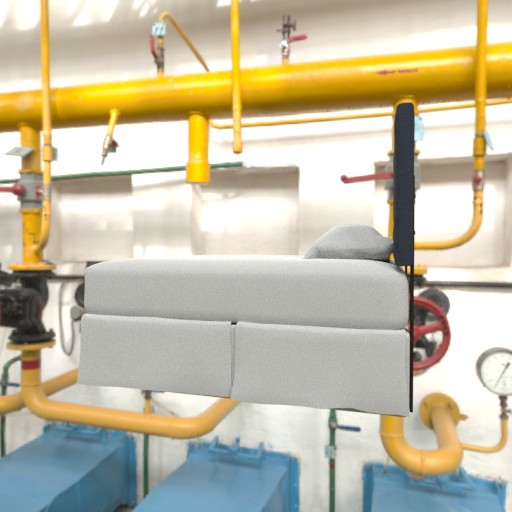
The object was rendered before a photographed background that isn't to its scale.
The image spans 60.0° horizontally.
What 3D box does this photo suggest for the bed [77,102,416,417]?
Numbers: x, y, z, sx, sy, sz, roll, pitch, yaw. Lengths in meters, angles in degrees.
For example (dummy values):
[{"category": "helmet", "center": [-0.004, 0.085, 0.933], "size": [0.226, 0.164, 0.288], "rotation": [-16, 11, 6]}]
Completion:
[{"category": "bed", "center": [0.000, 0.000, 3.022], "size": [1.997, 1.571, 1.261], "rotation": [0, 1, 17]}]
